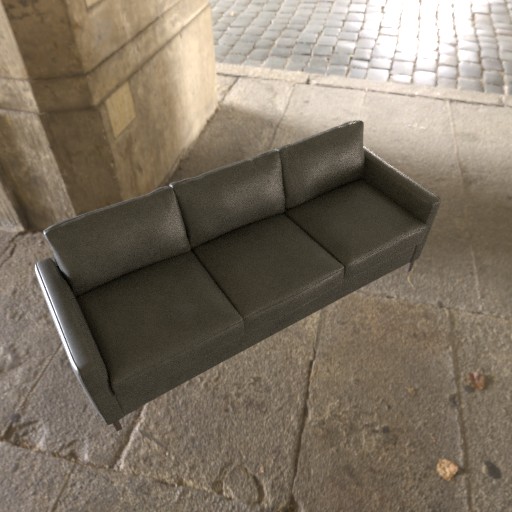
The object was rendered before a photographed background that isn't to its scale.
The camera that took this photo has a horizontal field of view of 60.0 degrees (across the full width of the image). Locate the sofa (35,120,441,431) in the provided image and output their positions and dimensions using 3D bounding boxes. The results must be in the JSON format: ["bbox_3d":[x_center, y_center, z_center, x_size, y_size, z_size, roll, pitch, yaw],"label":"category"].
[{"bbox_3d":[0.000,0.000,2.354,2.029,0.805,0.748,-24,50,-22],"label":"sofa"}]
